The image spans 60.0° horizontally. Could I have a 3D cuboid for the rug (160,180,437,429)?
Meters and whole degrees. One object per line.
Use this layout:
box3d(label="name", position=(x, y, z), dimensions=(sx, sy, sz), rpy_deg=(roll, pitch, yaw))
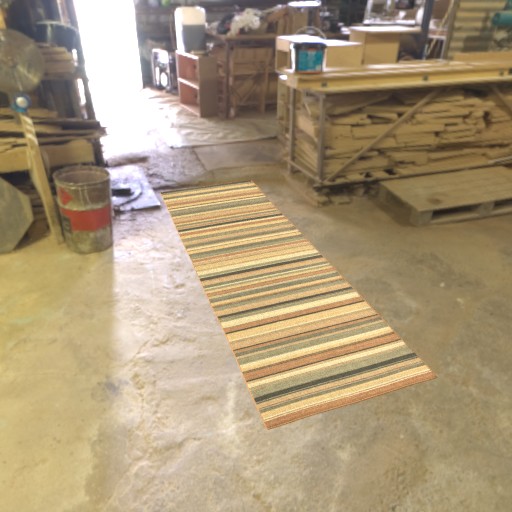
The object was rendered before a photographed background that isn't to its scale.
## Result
box3d(label="rug", position=(0.000, 0.000, 2.788), dimensions=(0.799, 0.010, 2.444), rpy_deg=(-11, 33, -17))
